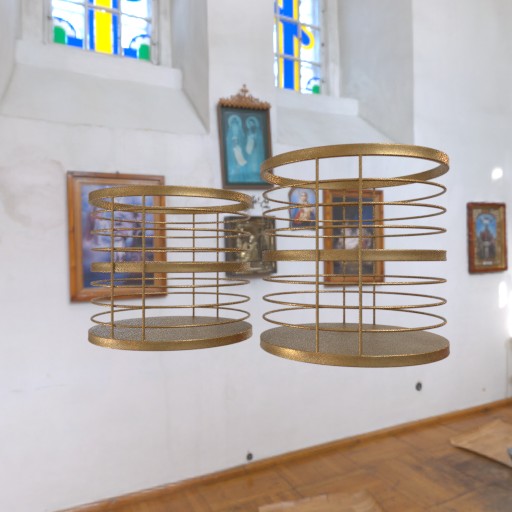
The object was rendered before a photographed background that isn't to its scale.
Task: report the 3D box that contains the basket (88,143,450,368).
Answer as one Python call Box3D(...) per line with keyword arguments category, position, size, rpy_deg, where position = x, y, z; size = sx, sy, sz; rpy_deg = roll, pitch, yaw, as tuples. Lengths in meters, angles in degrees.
Box3D(category="basket", position=(0.000, 0.000, 0.929), size=(0.746, 0.351, 0.356), rpy_deg=(0, 0, 18))
